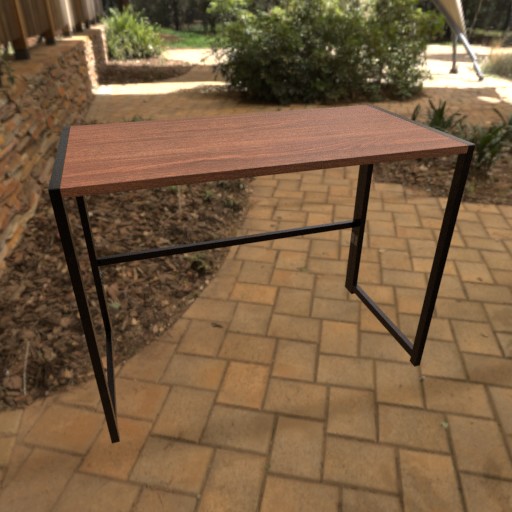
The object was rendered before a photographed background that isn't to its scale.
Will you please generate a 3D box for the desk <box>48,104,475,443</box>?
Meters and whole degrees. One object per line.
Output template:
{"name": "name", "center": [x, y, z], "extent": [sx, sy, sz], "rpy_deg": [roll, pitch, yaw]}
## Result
{"name": "desk", "center": [0.000, 0.000, 1.395], "extent": [1.016, 0.762, 0.508], "rpy_deg": [-9, 32, -15]}
